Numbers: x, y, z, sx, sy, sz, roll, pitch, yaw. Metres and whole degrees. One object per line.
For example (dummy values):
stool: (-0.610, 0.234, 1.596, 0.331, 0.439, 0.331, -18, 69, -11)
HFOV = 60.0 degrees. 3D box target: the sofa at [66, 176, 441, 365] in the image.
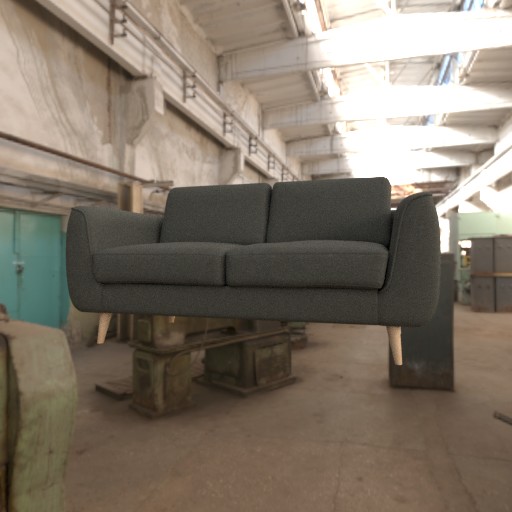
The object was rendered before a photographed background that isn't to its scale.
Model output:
sofa: (0.000, 0.000, 2.280, 1.700, 0.850, 0.920, 0, 0, 18)
